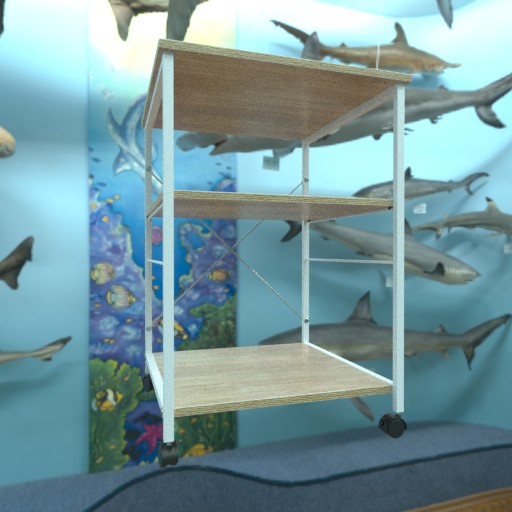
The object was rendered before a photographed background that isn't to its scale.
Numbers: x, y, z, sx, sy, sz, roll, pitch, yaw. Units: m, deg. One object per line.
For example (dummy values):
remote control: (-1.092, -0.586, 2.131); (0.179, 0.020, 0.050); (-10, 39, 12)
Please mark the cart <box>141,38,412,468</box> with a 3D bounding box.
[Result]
cart: (0.000, 0.000, 1.098); (0.521, 0.762, 0.520); (0, 0, -18)
